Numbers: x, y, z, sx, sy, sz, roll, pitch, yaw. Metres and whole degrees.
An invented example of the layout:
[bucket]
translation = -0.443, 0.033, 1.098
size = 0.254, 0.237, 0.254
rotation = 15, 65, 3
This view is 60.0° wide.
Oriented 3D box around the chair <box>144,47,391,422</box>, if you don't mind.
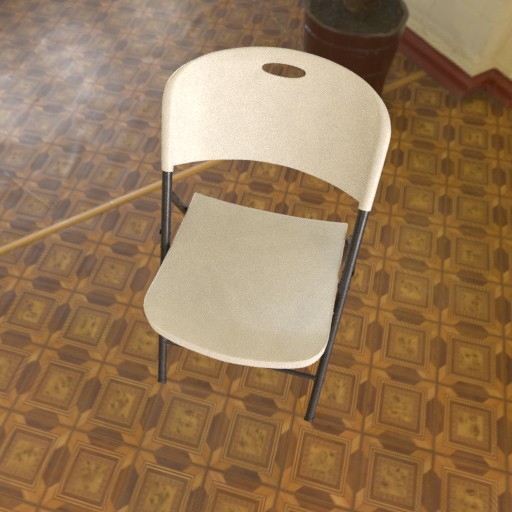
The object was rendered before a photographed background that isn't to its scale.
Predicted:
[chair]
translation = 0.000, 0.000, 1.137
size = 0.494, 0.810, 0.566
rotation = 12, 60, 7
